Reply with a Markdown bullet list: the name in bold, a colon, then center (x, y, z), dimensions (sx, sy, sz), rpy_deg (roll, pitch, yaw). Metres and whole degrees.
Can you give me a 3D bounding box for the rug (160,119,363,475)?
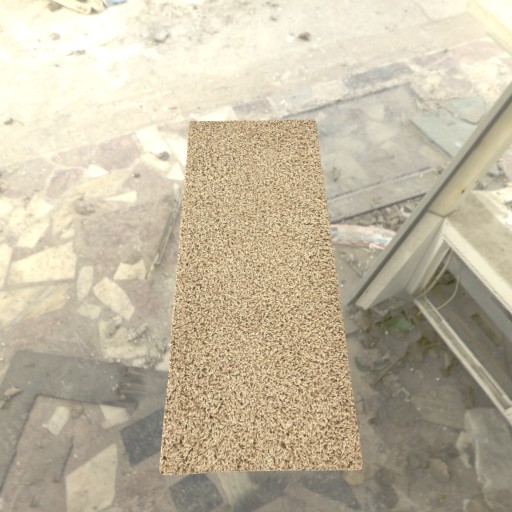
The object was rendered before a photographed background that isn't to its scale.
- **rug**: center (0.000, 0.000, 1.725), dimensions (0.609, 0.030, 1.524), rpy_deg (-1, 58, -1)
